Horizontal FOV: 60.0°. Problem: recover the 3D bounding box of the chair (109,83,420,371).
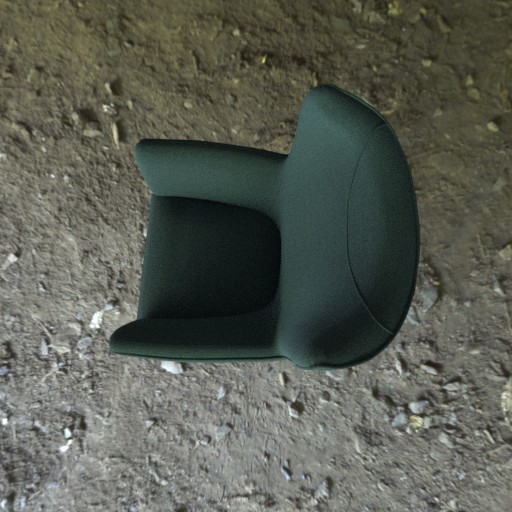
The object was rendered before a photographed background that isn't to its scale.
[{"bbox_3d":[0.000,0.000,1.581,0.888,0.933,0.781,3,75,1],"label":"chair"}]
